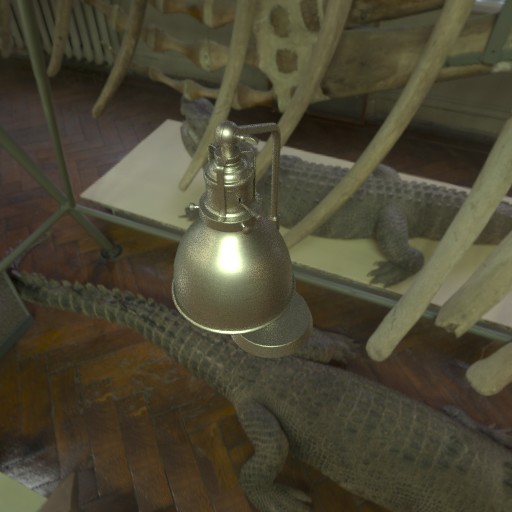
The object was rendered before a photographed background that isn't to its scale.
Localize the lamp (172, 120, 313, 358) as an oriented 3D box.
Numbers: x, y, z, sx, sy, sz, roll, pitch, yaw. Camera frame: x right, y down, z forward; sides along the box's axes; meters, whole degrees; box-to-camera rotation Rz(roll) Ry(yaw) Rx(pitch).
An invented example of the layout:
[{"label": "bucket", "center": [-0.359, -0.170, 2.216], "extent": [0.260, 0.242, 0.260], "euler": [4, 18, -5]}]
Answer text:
[{"label": "lamp", "center": [0.000, 0.000, 0.593], "extent": [0.153, 0.456, 0.286], "euler": [16, 47, 16]}]
